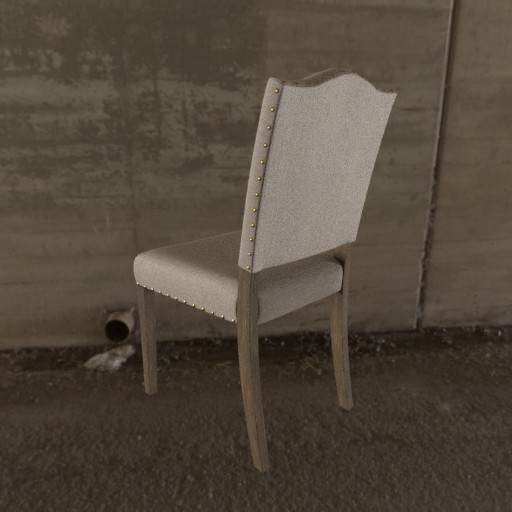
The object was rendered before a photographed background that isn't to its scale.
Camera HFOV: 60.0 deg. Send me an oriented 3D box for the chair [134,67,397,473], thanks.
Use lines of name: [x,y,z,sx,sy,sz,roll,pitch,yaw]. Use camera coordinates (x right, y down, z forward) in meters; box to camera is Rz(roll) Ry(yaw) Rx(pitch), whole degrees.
chair: [0.000,0.000,1.346,0.508,1.020,0.620,-16,23,-41]
